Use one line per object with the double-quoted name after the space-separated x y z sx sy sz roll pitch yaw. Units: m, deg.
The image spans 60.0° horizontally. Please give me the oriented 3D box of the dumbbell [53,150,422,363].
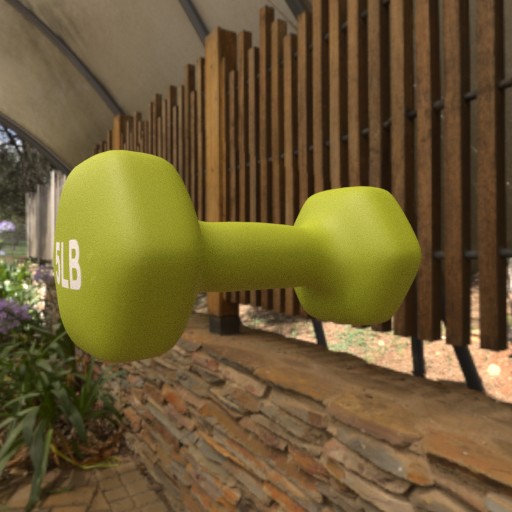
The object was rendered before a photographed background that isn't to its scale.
0.000 0.000 0.201 0.164 0.072 0.080 0 0 -37 "dumbbell"
